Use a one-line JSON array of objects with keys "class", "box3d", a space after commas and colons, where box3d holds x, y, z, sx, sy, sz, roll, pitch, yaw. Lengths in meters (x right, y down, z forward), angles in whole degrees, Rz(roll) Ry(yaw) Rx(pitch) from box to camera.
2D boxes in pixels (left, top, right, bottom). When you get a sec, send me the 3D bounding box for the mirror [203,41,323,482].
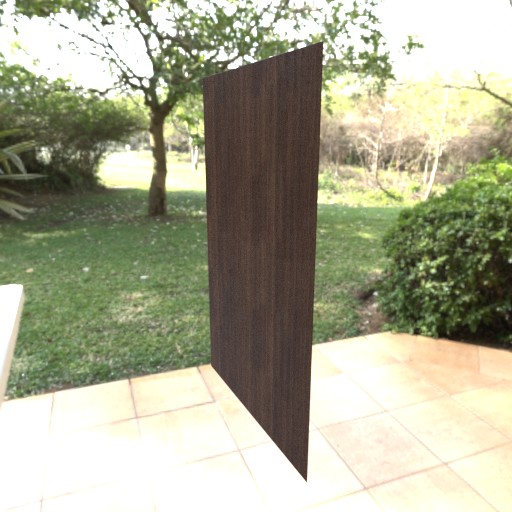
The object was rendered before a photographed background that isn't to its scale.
[{"class": "mirror", "box3d": [0.000, 0.000, 1.263, 0.047, 1.010, 0.651, -8, 17, -26]}]
